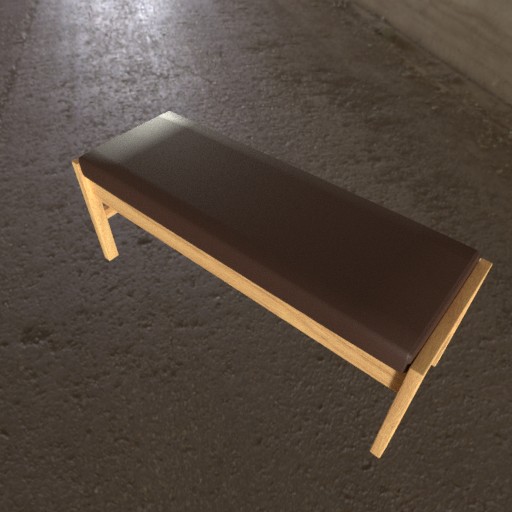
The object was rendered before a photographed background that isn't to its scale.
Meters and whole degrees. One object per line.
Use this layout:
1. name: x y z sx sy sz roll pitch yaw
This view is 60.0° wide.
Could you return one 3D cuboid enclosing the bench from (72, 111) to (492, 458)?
1. bench: 0.000 0.000 1.410 1.200 0.480 0.405 30 53 26
